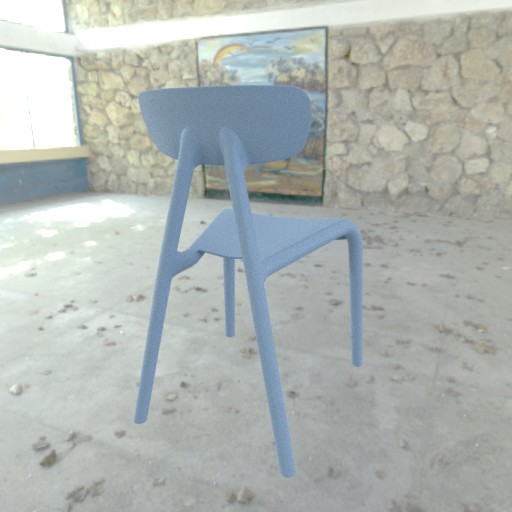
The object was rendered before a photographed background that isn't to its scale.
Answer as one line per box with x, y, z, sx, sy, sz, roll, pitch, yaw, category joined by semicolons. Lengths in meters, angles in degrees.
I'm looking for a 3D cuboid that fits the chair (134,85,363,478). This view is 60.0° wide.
0.000;0.000;0.844;0.356;0.580;0.401;8;18;25;chair
